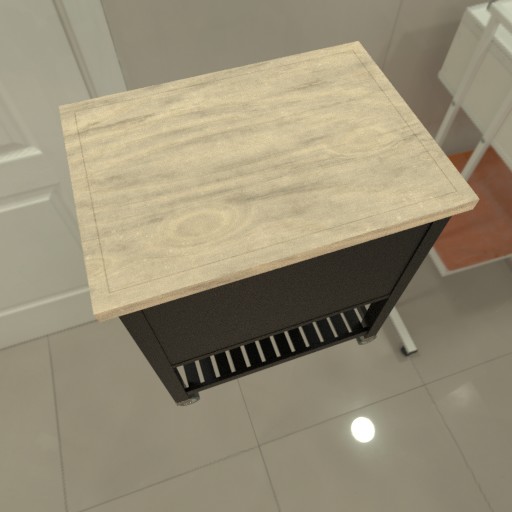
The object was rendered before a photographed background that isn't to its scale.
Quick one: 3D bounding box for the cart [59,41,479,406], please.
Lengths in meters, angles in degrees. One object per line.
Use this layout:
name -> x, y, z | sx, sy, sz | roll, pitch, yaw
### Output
cart -> 0.000, 0.000, 1.375 | 0.797, 0.920, 0.567 | -16, 60, -10
